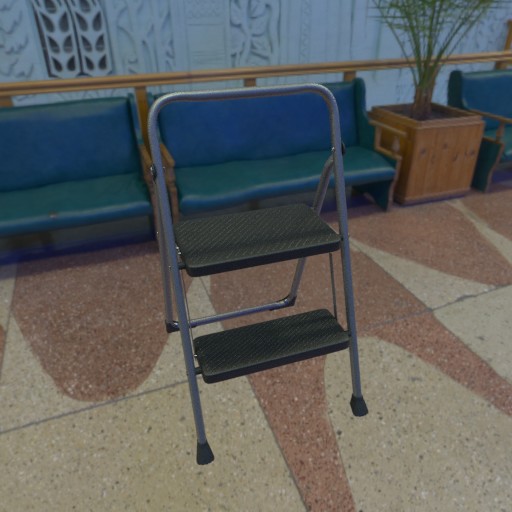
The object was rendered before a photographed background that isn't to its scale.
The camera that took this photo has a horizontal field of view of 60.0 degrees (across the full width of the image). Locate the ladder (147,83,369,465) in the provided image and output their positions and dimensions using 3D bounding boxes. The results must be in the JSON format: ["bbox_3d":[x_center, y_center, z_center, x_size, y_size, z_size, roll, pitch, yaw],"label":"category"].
[{"bbox_3d":[0.000,0.000,1.025,0.430,0.720,0.472,-10,33,-16],"label":"ladder"}]
